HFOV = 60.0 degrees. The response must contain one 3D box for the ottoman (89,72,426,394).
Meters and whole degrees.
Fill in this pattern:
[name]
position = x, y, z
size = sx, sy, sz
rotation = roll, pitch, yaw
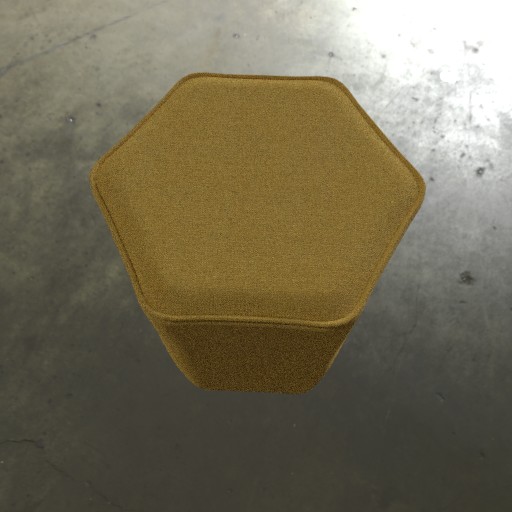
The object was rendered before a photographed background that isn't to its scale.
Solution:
[ottoman]
position = 0.000, 0.000, 0.851
size = 0.494, 0.502, 0.443
rotation = 2, 63, 1
